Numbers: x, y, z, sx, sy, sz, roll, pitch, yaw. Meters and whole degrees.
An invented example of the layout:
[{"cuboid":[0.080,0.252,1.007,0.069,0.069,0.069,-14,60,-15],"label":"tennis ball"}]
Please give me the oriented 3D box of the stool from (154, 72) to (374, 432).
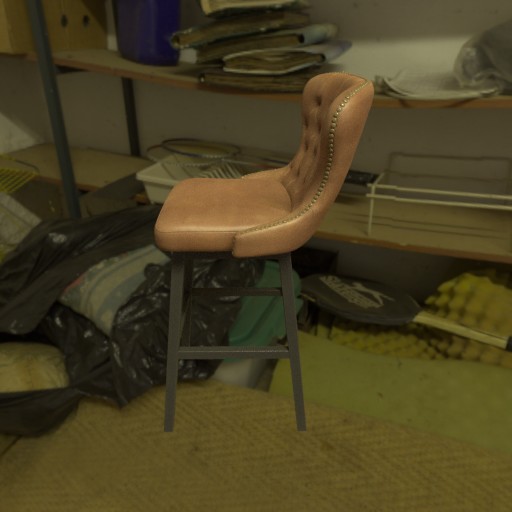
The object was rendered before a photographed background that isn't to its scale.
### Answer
[{"cuboid":[0.000,0.000,1.395,0.601,1.050,0.528,0,27,0],"label":"stool"}]
